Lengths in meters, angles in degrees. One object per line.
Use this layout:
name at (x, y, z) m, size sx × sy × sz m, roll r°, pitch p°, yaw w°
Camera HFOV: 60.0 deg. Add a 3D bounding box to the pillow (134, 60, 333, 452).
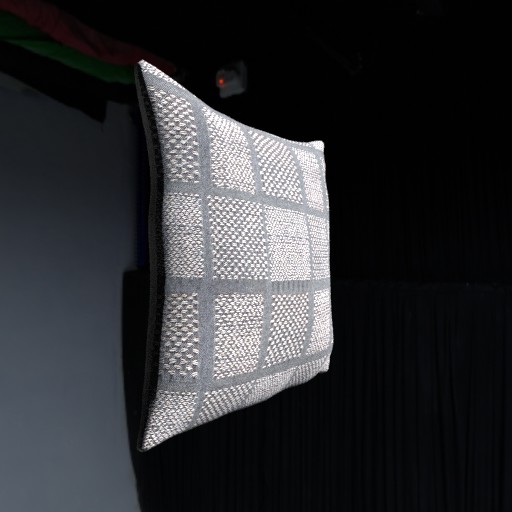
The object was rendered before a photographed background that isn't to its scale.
pillow at (0.000, 0.000, 0.657) m, size 0.138 × 0.432 × 0.435 m, roll 0°, pitch -1°, yaw 36°
